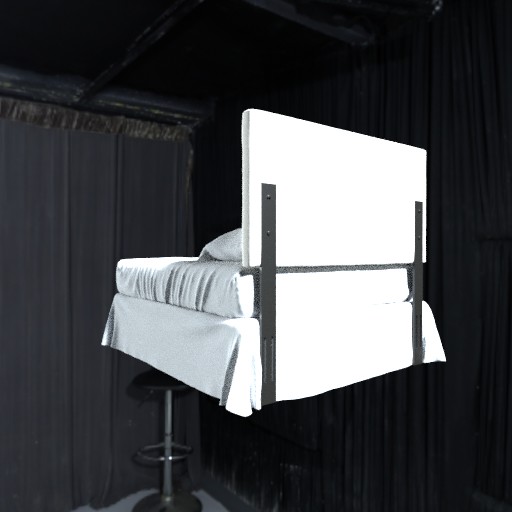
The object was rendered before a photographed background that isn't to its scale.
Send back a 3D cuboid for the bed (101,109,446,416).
[{"bbox_3d":[0.000,0.000,3.613,1.936,1.577,2.222,0,1,-37],"label":"bed"}]
